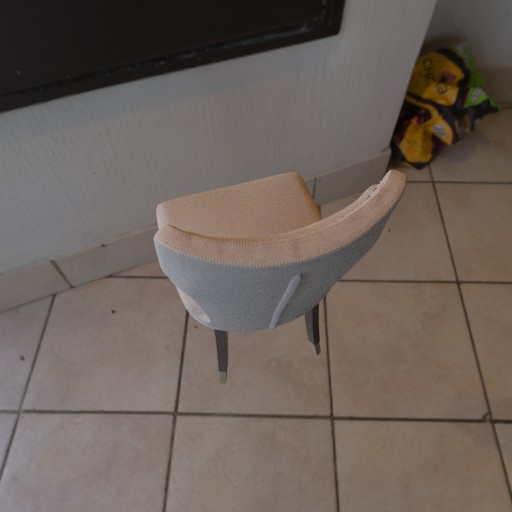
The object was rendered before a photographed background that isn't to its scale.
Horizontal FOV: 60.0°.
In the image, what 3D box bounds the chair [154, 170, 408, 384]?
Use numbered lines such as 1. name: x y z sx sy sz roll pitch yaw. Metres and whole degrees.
1. chair: 0.000 0.000 1.328 0.526 0.950 0.630 -15 58 -9
